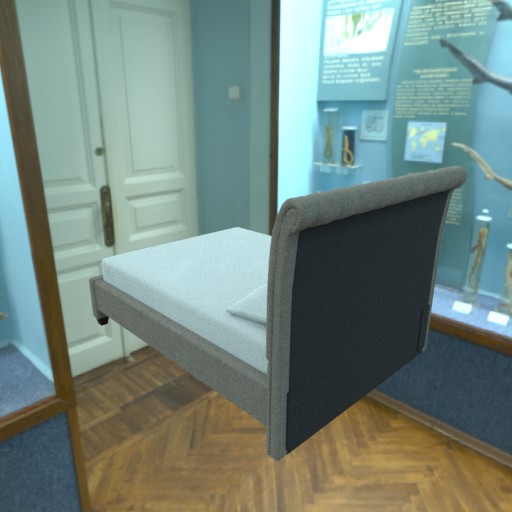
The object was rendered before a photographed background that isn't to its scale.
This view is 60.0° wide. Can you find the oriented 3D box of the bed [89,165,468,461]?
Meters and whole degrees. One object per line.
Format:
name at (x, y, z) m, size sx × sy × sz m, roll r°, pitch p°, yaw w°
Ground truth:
bed at (0.000, 0.000, 3.290) m, size 1.645 × 1.371 × 2.252 m, roll -17°, pitch 25°, yaw -41°
